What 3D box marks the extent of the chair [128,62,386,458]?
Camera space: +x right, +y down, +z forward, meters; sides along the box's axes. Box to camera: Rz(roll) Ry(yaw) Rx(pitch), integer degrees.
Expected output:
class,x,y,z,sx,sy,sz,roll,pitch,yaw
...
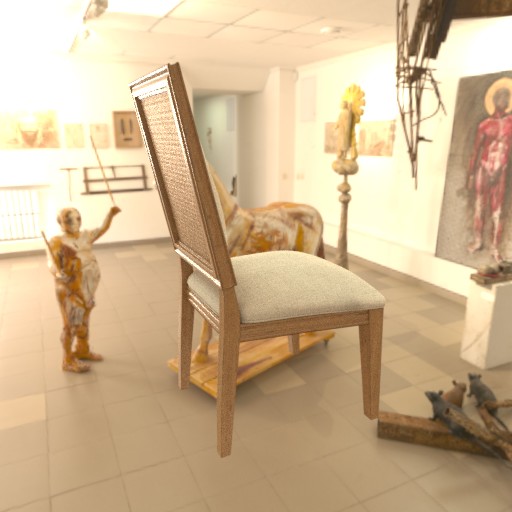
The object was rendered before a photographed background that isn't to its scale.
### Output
class,x,y,z,sx,sy,sz,roll,pitch,yaw
chair,0.000,0.000,1.329,0.601,0.988,0.536,-7,17,-25
